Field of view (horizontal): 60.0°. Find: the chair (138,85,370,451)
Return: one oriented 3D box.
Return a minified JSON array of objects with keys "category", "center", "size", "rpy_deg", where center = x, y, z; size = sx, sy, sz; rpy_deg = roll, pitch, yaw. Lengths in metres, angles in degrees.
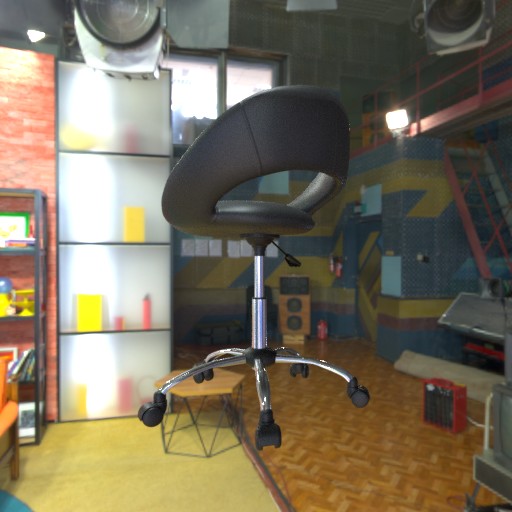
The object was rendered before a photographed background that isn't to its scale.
[{"category":"chair","center":[0.000,0.000,1.200],"size":[0.538,0.791,0.612],"rpy_deg":[0,0,35]}]
